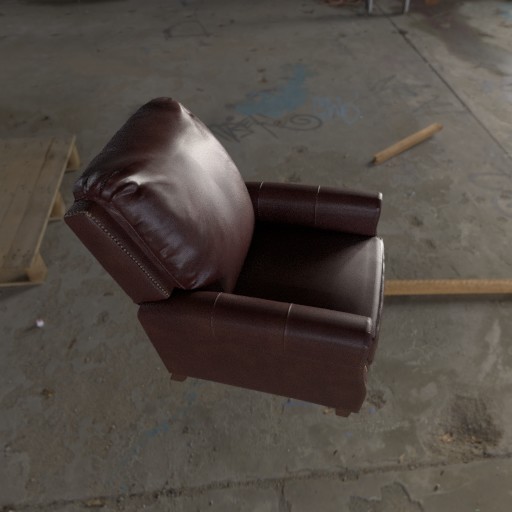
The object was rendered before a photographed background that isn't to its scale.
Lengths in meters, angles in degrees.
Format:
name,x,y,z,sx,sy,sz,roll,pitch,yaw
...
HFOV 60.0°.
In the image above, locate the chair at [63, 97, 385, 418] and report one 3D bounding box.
name,x,y,z,sx,sy,sz,roll,pitch,yaw
chair,0.000,0.000,1.813,1.089,1.022,0.826,10,47,10
